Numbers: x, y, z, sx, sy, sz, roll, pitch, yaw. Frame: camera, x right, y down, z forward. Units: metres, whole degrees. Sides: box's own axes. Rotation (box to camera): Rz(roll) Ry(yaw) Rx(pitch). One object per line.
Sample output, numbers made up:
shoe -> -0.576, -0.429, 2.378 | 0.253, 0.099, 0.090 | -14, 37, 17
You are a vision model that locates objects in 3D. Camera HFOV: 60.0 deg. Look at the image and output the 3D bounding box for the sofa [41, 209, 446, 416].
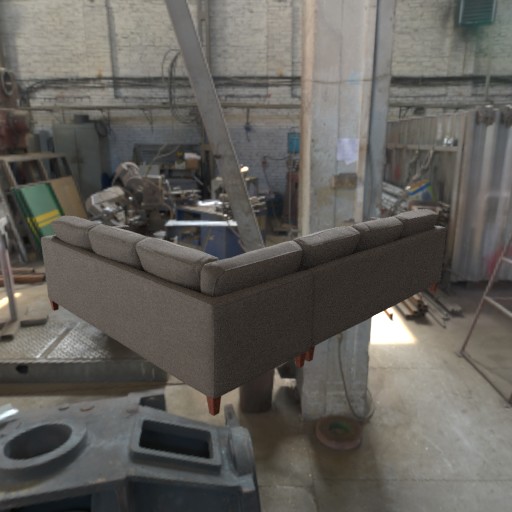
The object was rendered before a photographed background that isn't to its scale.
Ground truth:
sofa -> 0.000, 0.000, 4.528 | 2.593, 0.947, 3.302 | 14, 20, 43
